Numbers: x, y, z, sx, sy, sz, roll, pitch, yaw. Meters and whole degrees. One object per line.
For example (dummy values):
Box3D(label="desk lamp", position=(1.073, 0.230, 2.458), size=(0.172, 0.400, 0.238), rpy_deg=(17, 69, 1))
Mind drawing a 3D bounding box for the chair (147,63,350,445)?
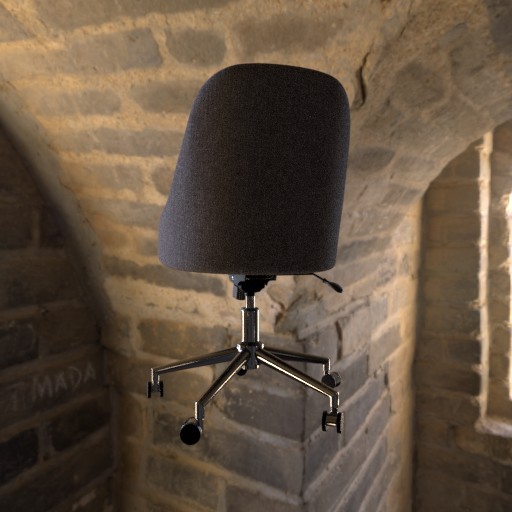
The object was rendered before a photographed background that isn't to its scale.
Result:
Box3D(label="chair", position=(0.000, 0.000, 1.430), size=(0.671, 0.950, 0.712), rpy_deg=(0, 1, -17))
